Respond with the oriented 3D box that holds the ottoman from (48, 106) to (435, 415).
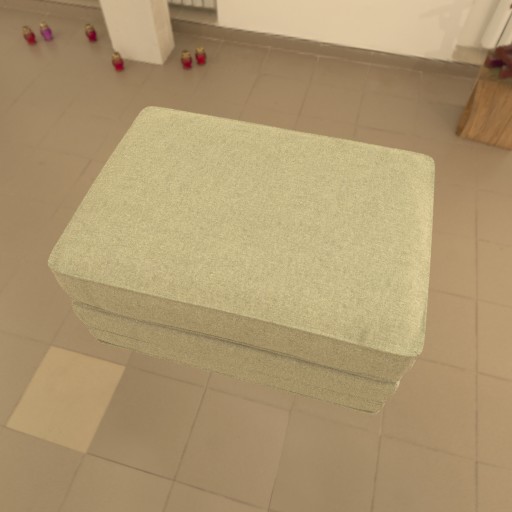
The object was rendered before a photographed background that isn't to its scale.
[{"bbox_3d":[0.000,0.000,1.238,0.848,0.508,0.611,13,57,8],"label":"ottoman"}]
